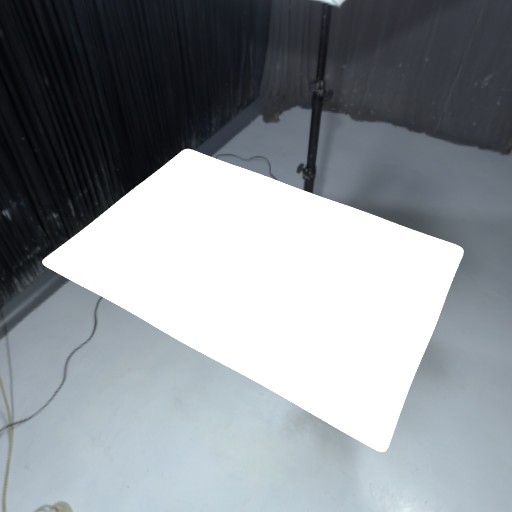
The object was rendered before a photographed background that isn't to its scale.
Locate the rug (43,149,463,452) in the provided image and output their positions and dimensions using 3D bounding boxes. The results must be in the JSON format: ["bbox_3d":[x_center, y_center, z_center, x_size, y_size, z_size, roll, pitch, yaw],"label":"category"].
[{"bbox_3d":[0.000,0.000,3.382,2.698,0.025,1.798,24,51,21],"label":"rug"}]
